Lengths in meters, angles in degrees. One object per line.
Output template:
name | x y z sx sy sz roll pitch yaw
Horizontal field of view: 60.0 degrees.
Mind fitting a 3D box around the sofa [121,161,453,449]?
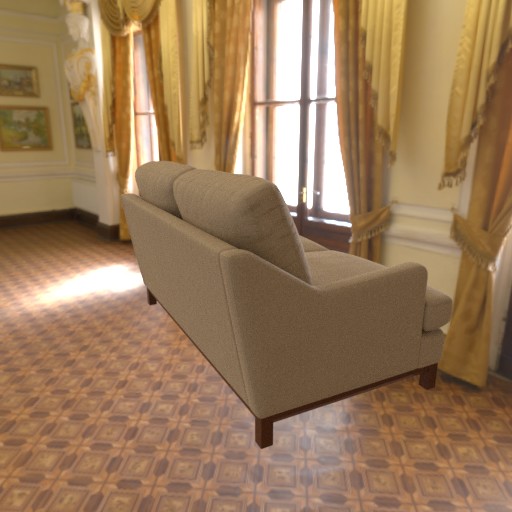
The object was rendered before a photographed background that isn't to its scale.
sofa | 0.000 0.000 2.241 1.004 0.910 1.619 -8 17 -26
